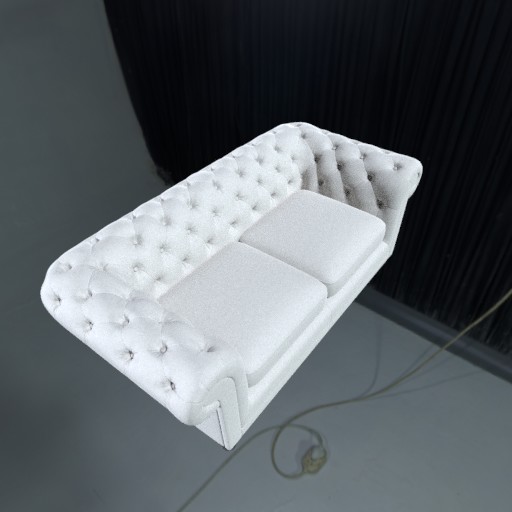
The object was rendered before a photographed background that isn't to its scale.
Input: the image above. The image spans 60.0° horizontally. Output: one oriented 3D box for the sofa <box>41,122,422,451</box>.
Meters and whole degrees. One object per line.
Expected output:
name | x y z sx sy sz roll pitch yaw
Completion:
sofa | 0.000 0.000 2.410 0.986 0.764 1.998 27 47 27
